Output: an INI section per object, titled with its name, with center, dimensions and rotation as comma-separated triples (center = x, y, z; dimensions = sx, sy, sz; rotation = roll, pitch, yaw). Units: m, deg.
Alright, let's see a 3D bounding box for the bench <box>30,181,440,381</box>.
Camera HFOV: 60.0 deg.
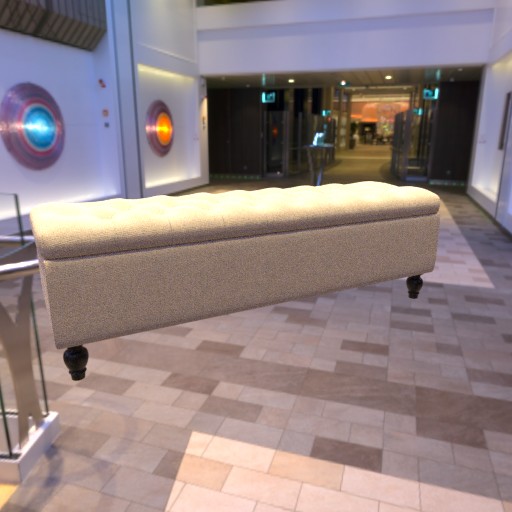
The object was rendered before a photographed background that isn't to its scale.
[bench]
center = 0.000, 0.000, 1.677
dimensions = 1.480, 0.467, 0.455
rotation = -8, 18, -27
